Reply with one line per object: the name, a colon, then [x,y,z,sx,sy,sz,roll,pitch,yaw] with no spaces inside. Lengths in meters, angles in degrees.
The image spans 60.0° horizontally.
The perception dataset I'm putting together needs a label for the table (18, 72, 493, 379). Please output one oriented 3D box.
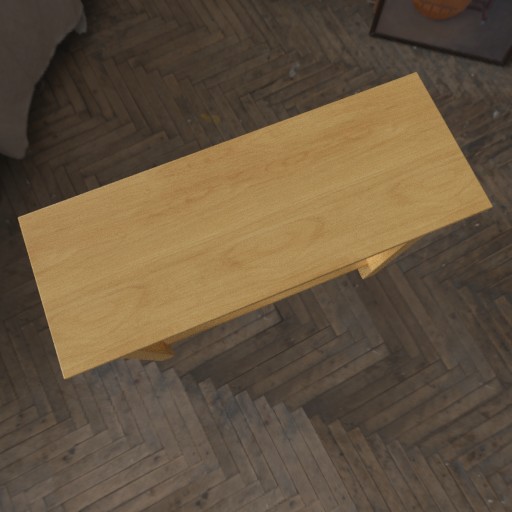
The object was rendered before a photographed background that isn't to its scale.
table: [0.000,0.000,1.247,0.900,0.728,0.340,-21,77,-5]
